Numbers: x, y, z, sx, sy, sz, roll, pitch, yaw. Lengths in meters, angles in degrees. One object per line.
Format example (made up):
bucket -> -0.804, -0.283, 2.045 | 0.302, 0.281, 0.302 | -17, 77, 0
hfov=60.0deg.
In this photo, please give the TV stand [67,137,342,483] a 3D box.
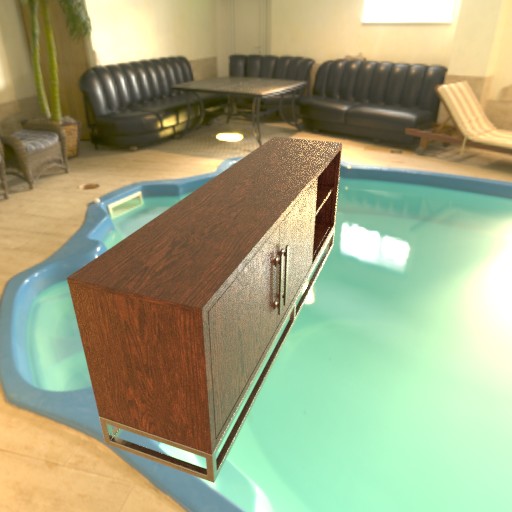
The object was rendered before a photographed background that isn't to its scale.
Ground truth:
TV stand -> 0.000, 0.000, 1.766 | 0.382, 0.578, 1.541 | 10, 30, 18
